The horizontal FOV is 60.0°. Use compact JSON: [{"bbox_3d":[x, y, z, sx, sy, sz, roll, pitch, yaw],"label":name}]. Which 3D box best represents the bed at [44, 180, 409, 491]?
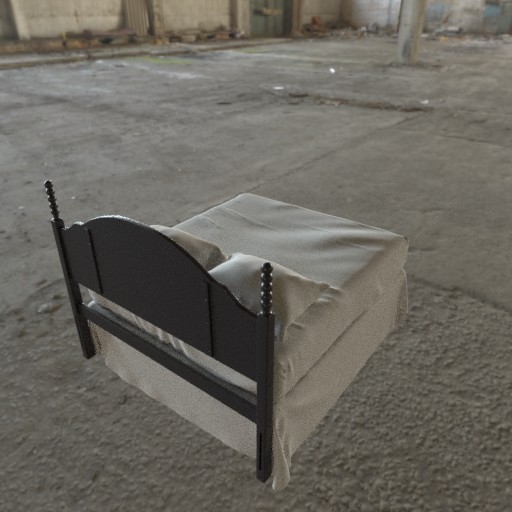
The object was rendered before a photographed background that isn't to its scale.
[{"bbox_3d":[0.000,0.000,3.204,1.873,1.356,2.040,20,35,32],"label":"bed"}]
